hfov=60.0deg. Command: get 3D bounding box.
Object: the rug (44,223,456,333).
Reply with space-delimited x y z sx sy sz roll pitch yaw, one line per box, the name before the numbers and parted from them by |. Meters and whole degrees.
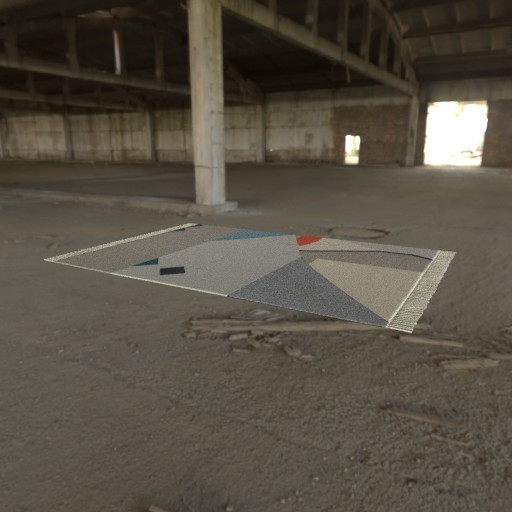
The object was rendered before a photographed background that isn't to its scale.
rug | 0.000 0.000 2.348 1.828 0.005 1.220 8 16 29
